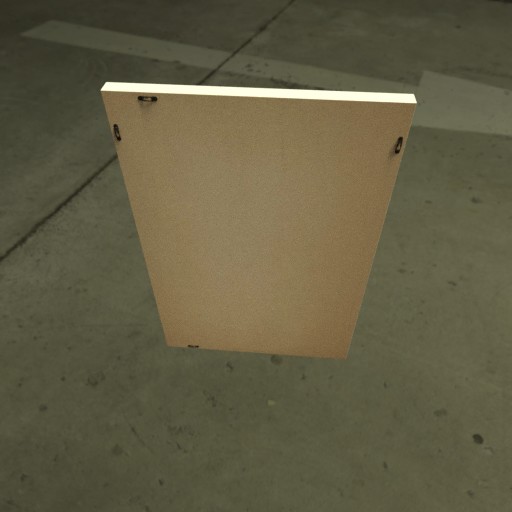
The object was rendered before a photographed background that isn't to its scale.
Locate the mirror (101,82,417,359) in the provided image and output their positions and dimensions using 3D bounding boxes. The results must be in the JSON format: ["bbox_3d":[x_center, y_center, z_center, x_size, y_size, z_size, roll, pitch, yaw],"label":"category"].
[{"bbox_3d":[0.000,0.000,1.190,0.609,0.914,0.041,4,46,3],"label":"mirror"}]
